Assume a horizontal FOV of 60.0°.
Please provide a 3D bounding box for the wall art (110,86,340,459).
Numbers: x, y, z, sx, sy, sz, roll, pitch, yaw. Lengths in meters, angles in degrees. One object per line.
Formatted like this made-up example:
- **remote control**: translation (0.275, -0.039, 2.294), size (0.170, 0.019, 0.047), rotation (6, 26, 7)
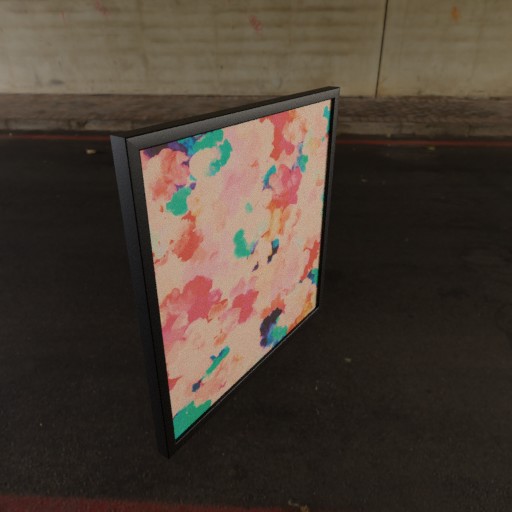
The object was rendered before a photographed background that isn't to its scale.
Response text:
- **wall art**: translation (0.000, 0.000, 1.153), size (0.036, 0.755, 0.756), rotation (19, 33, 31)
